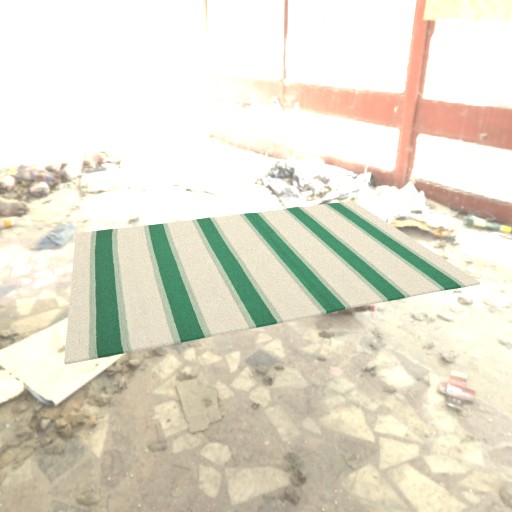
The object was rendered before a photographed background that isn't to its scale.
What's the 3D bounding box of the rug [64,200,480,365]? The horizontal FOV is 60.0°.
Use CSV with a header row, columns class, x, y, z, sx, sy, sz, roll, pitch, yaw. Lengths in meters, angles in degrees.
class,x,y,z,sx,sy,sz,roll,pitch,yaw
rug,0.000,0.000,2.339,1.829,0.012,1.210,-8,28,-16
